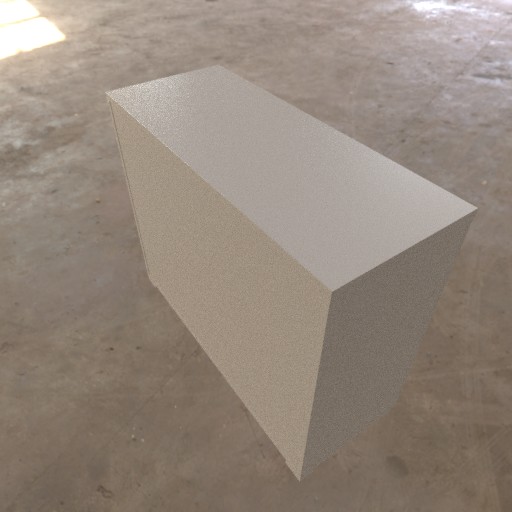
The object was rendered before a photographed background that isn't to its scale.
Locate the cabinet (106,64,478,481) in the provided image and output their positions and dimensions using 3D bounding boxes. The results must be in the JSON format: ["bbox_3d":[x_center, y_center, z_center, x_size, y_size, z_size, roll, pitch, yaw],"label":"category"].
[{"bbox_3d":[0.000,0.000,1.385,0.400,0.800,1.000,-26,48,-25],"label":"cabinet"}]
